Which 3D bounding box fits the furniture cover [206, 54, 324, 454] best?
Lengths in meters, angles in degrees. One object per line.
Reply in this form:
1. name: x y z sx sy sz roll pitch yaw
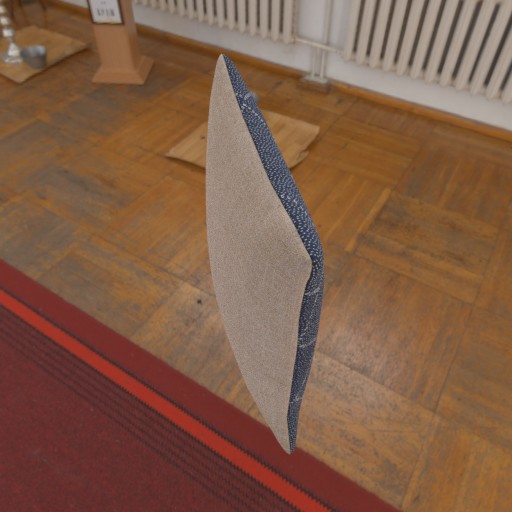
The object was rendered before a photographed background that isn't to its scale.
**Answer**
1. furniture cover: 0.000 0.000 0.774 0.162 0.503 0.511 -9 47 -9
